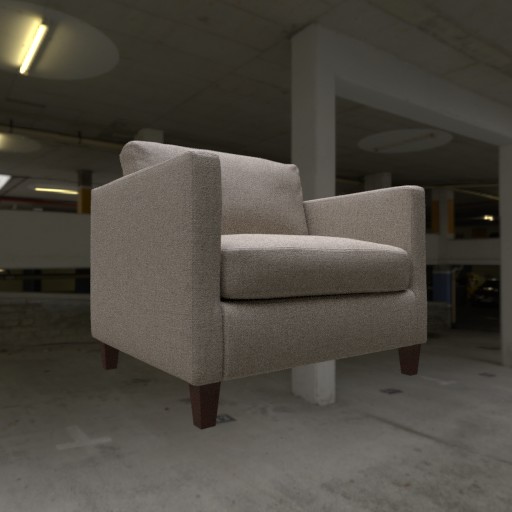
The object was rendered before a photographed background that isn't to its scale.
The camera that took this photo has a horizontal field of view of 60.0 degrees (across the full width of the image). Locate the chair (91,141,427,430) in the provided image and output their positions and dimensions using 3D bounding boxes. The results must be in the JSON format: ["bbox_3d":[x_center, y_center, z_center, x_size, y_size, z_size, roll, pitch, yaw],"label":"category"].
[{"bbox_3d":[0.000,0.000,1.846,1.107,0.961,0.959,0,-1,-36],"label":"chair"}]
